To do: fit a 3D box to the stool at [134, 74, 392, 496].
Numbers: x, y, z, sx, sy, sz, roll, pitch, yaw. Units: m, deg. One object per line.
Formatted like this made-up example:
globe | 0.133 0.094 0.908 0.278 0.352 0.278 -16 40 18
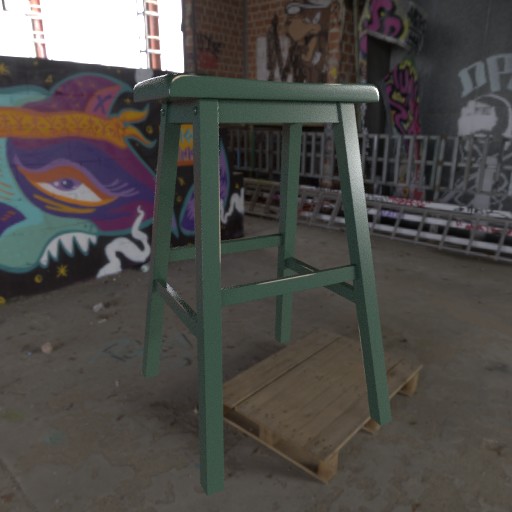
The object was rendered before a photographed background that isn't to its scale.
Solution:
stool | 0.000 0.000 1.014 0.457 0.737 0.476 -9 19 -27
